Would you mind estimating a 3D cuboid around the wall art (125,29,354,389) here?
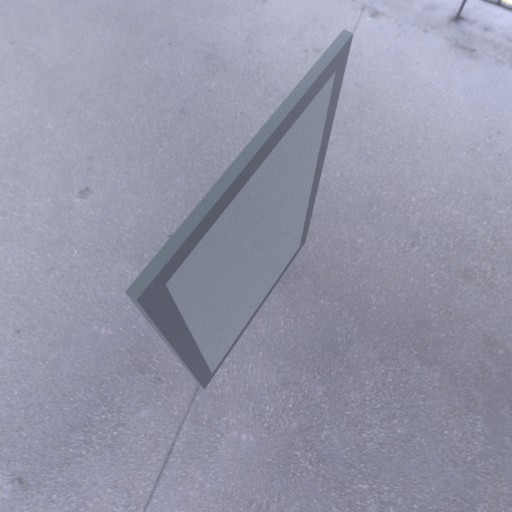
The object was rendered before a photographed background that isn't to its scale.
[{"bbox_3d":[0.000,0.000,0.673,0.013,0.529,0.376,31,69,13],"label":"wall art"}]
